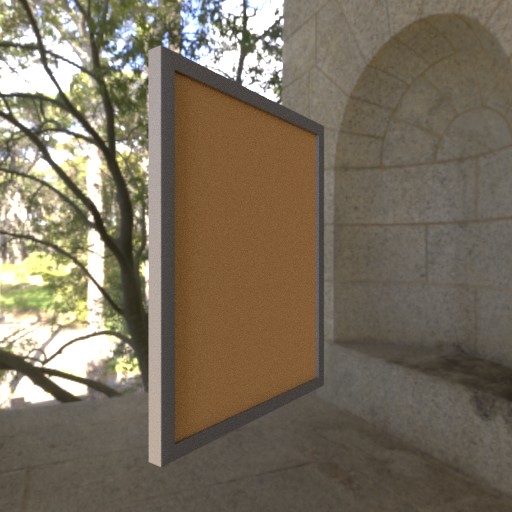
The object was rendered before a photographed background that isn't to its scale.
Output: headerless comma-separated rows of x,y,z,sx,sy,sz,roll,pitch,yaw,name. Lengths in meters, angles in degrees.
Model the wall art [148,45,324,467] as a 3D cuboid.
0.000,0.000,0.777,0.029,0.558,0.458,0,0,36,wall art
